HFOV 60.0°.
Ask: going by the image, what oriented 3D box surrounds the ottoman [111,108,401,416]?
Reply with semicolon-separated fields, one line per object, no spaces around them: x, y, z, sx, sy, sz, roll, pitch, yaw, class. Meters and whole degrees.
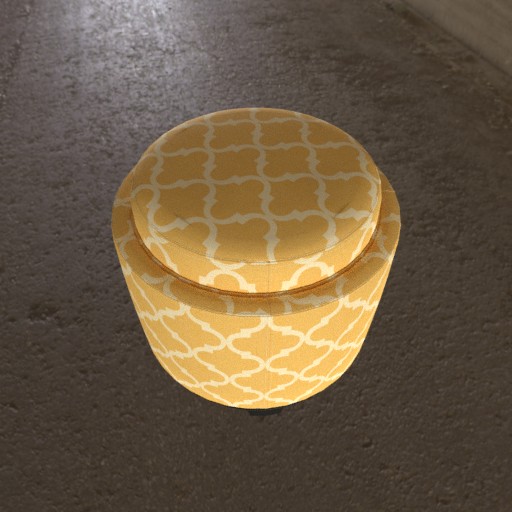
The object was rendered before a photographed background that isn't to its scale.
0.000;0.000;0.844;0.480;0.429;0.480;0;48;0;ottoman
